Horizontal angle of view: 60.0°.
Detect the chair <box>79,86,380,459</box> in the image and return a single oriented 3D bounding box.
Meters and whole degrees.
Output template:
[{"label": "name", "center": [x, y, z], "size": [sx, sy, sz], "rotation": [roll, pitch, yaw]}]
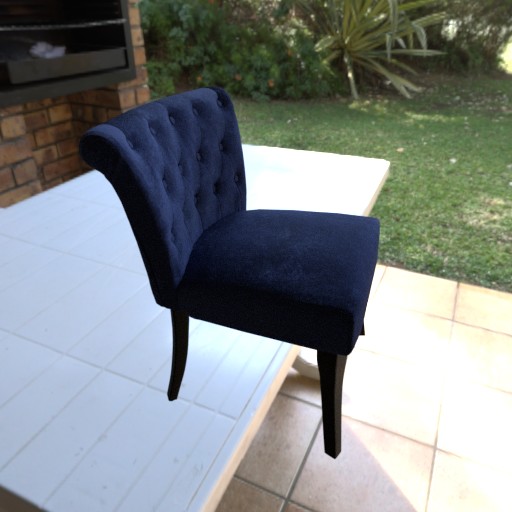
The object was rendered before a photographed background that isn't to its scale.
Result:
[{"label": "chair", "center": [0.000, 0.000, 1.171], "size": [0.606, 0.753, 0.585], "rotation": [10, 31, 17]}]
